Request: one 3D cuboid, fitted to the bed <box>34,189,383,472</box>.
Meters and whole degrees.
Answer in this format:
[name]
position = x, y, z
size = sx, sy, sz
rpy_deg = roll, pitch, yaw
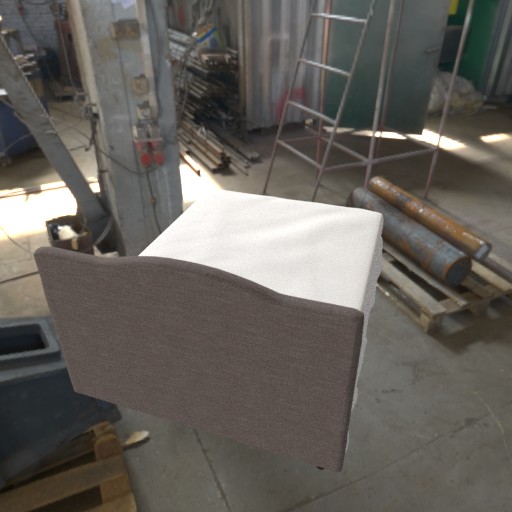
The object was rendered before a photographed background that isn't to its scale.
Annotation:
[bed]
position = 0.000, 0.000, 3.896
size = 2.161, 1.457, 2.689
rpy_deg = 10, 34, 16
